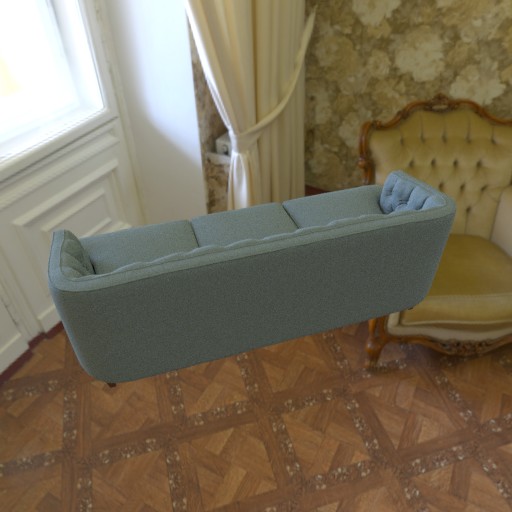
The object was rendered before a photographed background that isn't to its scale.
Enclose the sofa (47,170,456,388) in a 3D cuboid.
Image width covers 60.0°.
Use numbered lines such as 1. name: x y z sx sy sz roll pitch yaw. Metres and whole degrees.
1. sofa: 0.000 0.000 2.737 2.278 0.855 0.941 -12 42 -14
